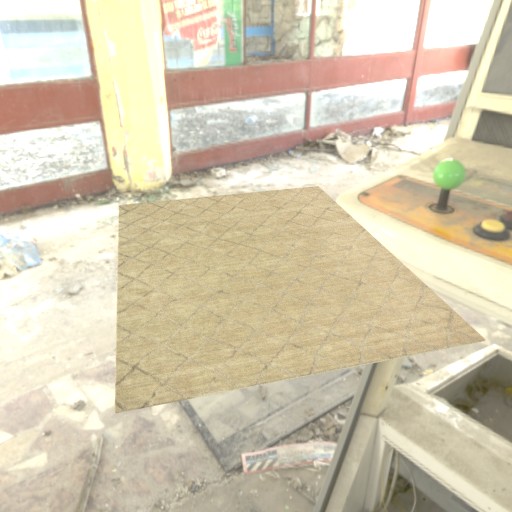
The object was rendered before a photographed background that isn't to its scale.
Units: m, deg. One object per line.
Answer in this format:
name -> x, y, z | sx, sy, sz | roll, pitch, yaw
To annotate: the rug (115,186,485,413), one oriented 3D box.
rug -> 0.000, 0.000, 4.012 | 2.420, 0.019, 3.038 | -7, 30, -13
